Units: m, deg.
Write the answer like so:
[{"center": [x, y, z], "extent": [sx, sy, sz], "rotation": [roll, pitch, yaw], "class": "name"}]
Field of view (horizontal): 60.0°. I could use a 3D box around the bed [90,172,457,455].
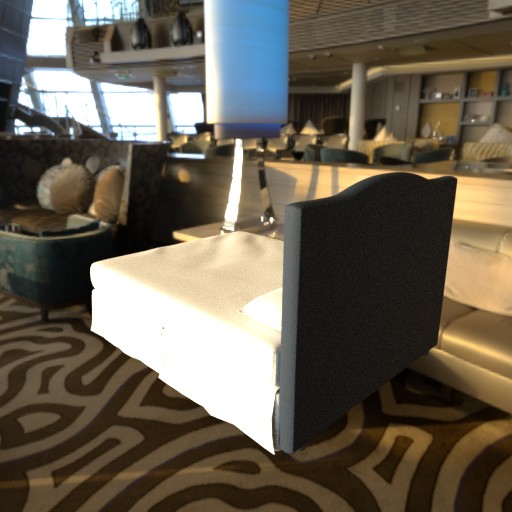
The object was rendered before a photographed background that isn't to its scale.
[{"center": [0.000, 0.000, 3.459], "extent": [1.821, 1.436, 2.282], "rotation": [-15, 22, -42], "class": "bed"}]
